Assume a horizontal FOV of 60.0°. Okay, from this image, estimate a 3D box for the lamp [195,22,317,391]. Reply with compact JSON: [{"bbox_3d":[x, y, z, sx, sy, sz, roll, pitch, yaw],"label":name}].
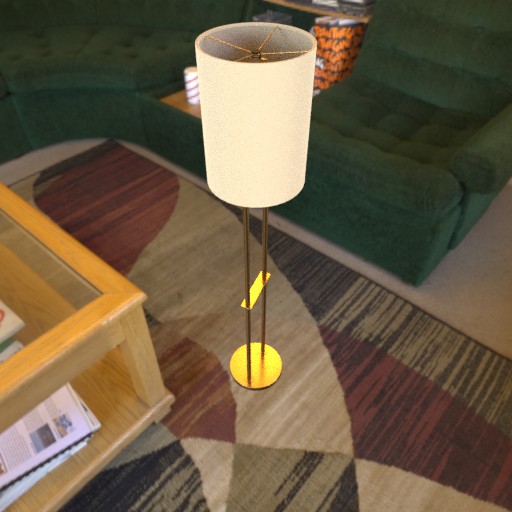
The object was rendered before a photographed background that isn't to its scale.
[{"bbox_3d":[0.000,0.000,1.634,0.305,1.500,0.306,17,46,17],"label":"lamp"}]
